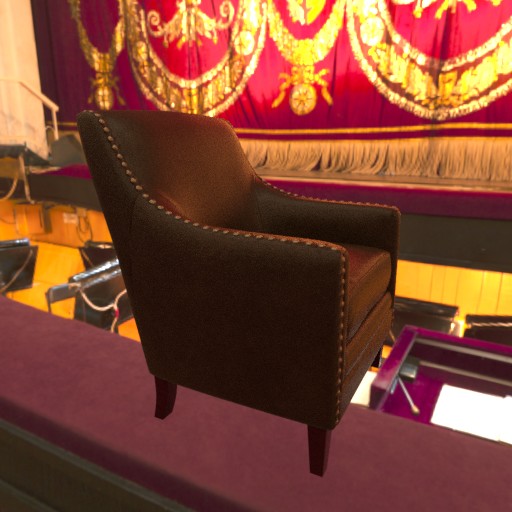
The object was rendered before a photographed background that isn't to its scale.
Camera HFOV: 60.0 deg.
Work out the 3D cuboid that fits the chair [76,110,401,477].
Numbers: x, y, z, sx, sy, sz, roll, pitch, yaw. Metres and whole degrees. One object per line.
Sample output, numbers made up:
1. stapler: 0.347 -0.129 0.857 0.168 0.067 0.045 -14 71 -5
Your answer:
1. chair: 0.000 0.000 1.284 0.704 0.813 0.639 8 17 27
